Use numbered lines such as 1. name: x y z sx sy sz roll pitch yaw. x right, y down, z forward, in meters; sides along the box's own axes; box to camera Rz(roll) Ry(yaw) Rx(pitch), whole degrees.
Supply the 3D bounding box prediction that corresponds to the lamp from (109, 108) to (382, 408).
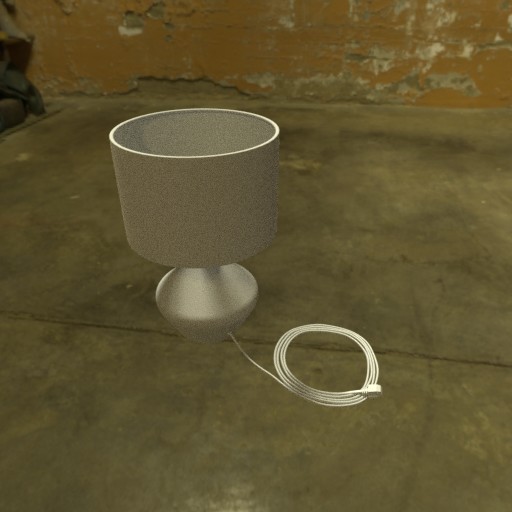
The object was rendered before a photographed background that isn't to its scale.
1. lamp: 0.000 0.000 0.868 0.401 0.457 0.546 -21 38 -30
